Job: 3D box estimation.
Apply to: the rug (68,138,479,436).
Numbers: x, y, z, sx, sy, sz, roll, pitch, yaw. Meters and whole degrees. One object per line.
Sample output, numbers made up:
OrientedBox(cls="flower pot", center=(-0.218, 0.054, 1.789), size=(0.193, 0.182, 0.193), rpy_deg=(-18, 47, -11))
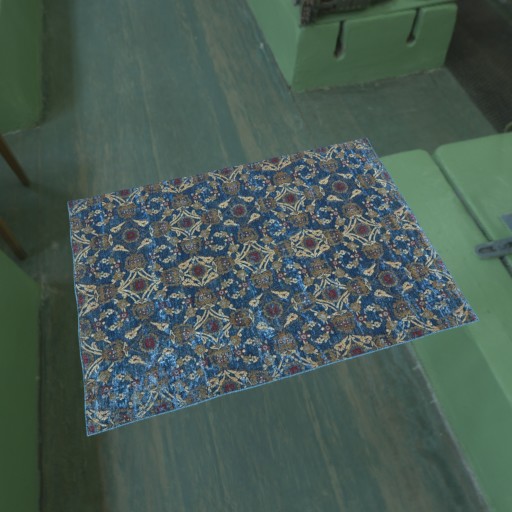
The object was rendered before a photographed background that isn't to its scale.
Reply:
OrientedBox(cls="rug", center=(0.000, 0.000, 4.135), size=(3.291, 0.013, 2.337), rpy_deg=(-14, 58, -9))
